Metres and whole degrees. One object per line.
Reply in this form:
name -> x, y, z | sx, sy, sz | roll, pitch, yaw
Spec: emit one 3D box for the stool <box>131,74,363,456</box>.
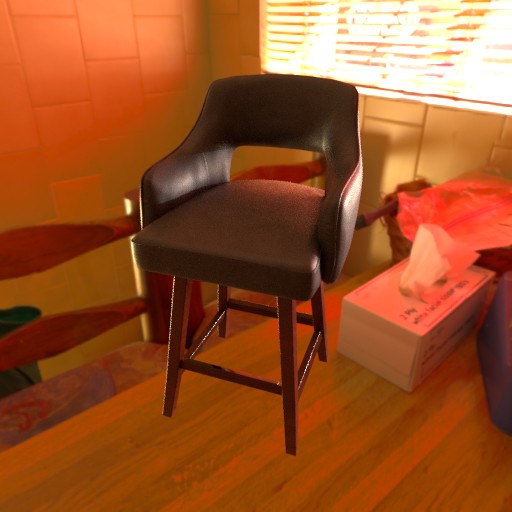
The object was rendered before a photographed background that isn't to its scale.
stool -> 0.000, 0.000, 1.291 | 0.550, 0.936, 0.560 | 10, 29, 18
